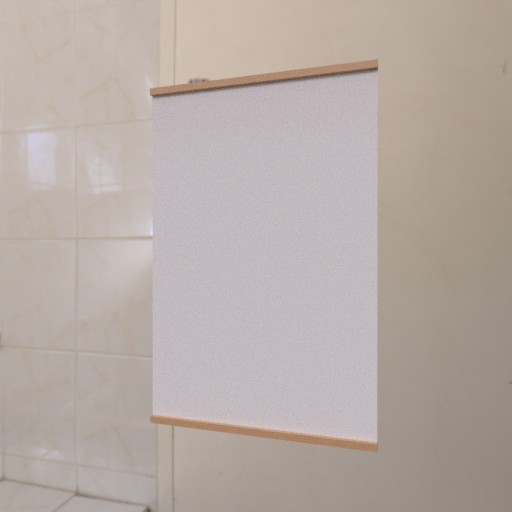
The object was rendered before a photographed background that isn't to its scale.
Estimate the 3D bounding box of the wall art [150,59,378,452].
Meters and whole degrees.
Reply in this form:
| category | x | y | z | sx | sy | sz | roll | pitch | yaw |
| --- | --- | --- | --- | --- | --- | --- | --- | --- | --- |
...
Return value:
| category | x | y | z | sx | sy | sz | roll | pitch | yaw |
| --- | --- | --- | --- | --- | --- | --- | --- | --- | --- |
| wall art | 0.000 | 0.000 | 0.632 | 0.335 | 0.510 | 0.013 | 0 | 0 | 18 |
